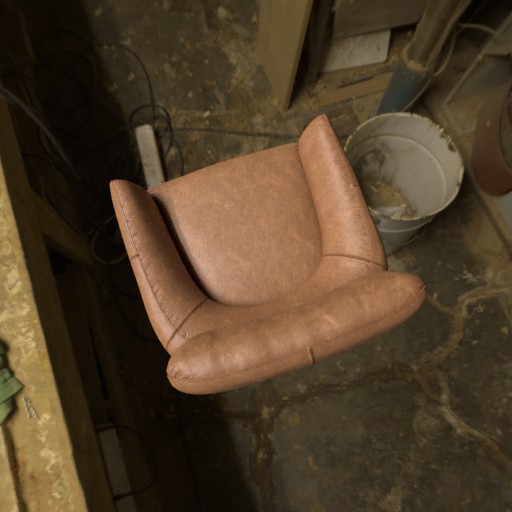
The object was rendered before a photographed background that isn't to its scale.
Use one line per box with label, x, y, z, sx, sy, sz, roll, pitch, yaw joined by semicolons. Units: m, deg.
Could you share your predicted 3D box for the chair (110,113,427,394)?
chair;0.000;0.000;1.363;0.706;0.812;0.715;-19;75;-5
